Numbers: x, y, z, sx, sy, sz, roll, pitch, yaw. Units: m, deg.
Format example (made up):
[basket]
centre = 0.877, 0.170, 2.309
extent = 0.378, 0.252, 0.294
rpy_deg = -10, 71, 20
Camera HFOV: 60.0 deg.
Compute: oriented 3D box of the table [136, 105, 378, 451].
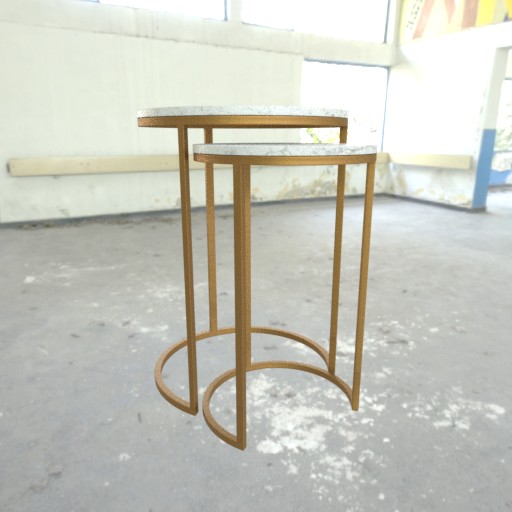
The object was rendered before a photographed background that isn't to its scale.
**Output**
[table]
centre = 0.000, 0.000, 0.883
extent = 0.400, 0.550, 0.507
rpy_deg = -8, 17, -26
